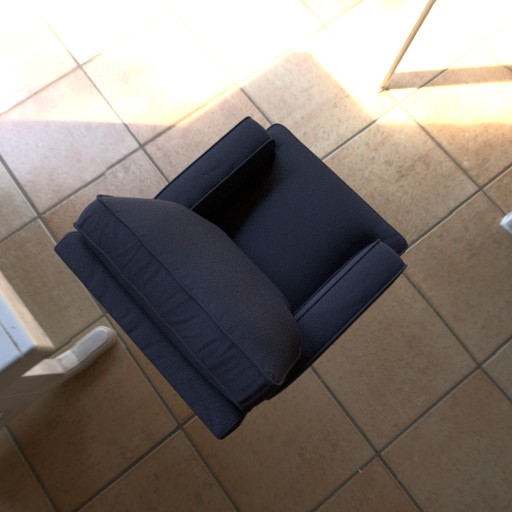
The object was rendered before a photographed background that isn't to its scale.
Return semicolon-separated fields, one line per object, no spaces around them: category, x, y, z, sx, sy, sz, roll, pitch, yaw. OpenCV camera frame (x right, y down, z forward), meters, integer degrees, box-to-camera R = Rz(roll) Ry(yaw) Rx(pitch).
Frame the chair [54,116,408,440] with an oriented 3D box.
chair;0.000;0.000;1.667;0.964;0.962;0.861;-43;80;-10
